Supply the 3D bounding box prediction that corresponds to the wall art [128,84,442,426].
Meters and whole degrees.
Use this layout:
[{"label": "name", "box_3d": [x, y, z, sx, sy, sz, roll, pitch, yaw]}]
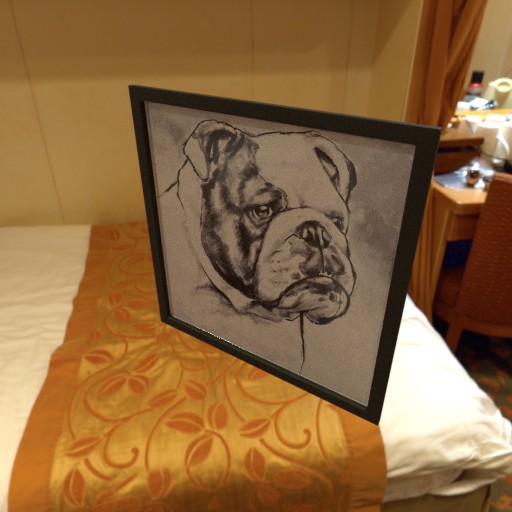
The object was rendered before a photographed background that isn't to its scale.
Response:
[{"label": "wall art", "box_3d": [0.000, 0.000, 0.984, 0.663, 0.659, 0.016, 19, 35, 28]}]
